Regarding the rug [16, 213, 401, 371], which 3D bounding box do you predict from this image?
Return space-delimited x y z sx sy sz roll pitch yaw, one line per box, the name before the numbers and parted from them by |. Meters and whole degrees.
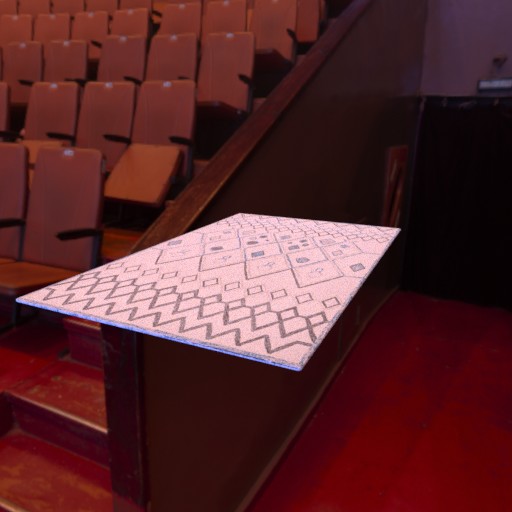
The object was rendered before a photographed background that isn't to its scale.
rug | 0.000 0.000 2.967 1.524 0.015 2.439 8 18 24
